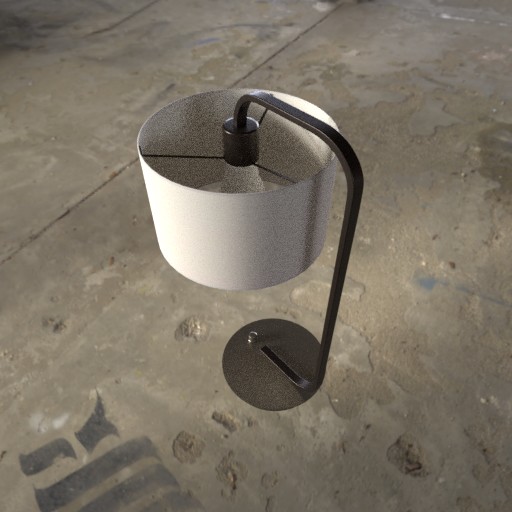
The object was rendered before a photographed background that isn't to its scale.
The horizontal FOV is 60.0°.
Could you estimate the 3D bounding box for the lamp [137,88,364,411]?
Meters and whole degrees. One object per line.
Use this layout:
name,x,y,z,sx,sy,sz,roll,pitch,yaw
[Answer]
lamp,0.000,0.000,0.618,0.230,0.473,0.288,-32,53,-28
